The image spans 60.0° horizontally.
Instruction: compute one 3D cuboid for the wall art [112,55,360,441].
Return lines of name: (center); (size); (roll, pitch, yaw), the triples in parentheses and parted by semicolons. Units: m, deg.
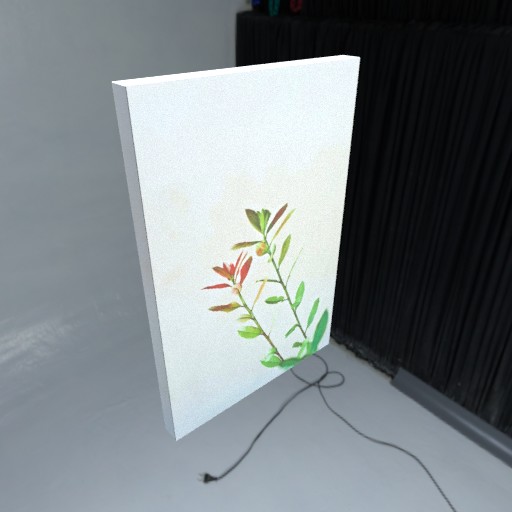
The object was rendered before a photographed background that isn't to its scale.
wall art: (0.000, 0.000, 0.774); (0.408, 0.611, 0.038); (-23, 37, -33)
